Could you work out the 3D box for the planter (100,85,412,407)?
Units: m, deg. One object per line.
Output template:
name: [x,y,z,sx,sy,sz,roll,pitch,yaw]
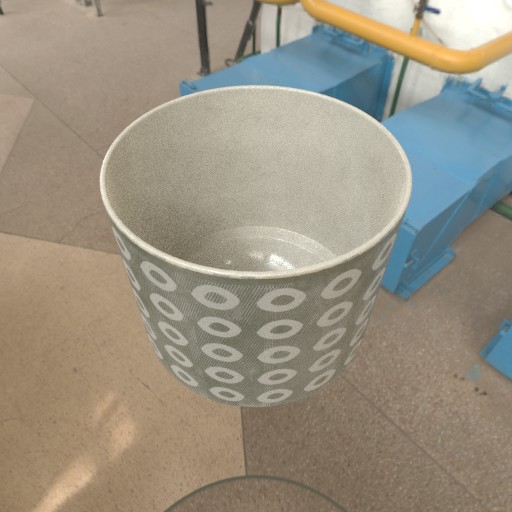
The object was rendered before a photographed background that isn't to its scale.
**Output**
planter: [0.000,0.000,0.343,0.190,0.181,0.190,0,48,0]
